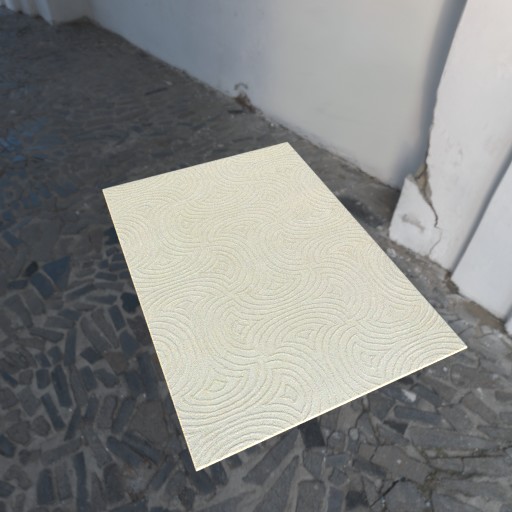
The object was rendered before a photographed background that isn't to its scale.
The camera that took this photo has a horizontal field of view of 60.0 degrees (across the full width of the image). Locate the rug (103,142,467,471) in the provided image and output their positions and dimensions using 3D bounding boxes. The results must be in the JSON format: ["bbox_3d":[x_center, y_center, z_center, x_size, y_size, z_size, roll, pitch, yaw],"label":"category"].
[{"bbox_3d":[0.000,0.000,2.817,1.526,0.015,2.132,-18,50,-16],"label":"rug"}]
